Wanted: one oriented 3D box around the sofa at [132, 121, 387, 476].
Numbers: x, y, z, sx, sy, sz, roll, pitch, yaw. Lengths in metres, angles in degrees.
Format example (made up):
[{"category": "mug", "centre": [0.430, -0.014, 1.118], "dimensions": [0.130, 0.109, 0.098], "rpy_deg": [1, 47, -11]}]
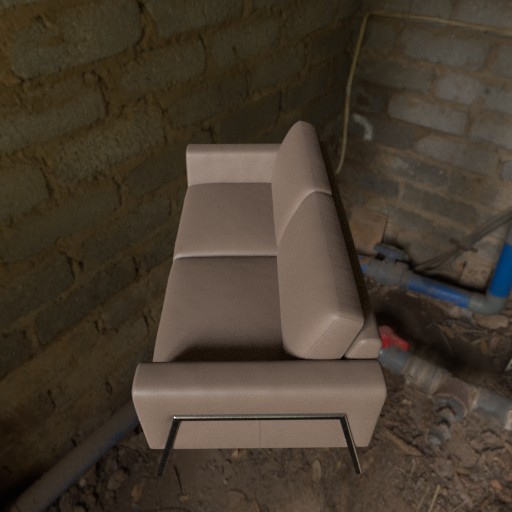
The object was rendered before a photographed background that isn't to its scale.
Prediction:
[{"category": "sofa", "centre": [0.000, 0.000, 2.480], "dimensions": [0.953, 0.875, 2.017], "rpy_deg": [0, 41, 0]}]
